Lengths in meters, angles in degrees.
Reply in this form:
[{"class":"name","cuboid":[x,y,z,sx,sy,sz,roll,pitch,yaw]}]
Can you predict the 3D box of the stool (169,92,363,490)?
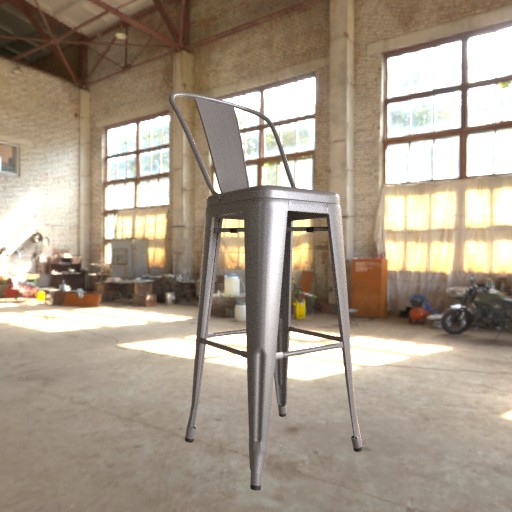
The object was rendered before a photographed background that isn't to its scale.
[{"class":"stool","cuboid":[0.000,0.000,1.338,0.399,1.096,0.513,0,0,-36]}]
